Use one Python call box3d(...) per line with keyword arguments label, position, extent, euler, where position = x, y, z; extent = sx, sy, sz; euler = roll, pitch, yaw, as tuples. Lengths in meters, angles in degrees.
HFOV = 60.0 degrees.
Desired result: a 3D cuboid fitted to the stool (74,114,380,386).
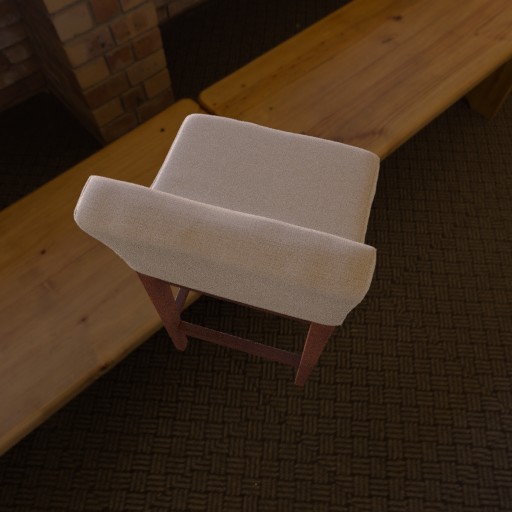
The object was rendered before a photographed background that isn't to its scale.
box3d(label="stool", position=(0.000, 0.000, 1.209), extent=(0.511, 0.937, 0.500), euler=(15, 64, 8))
